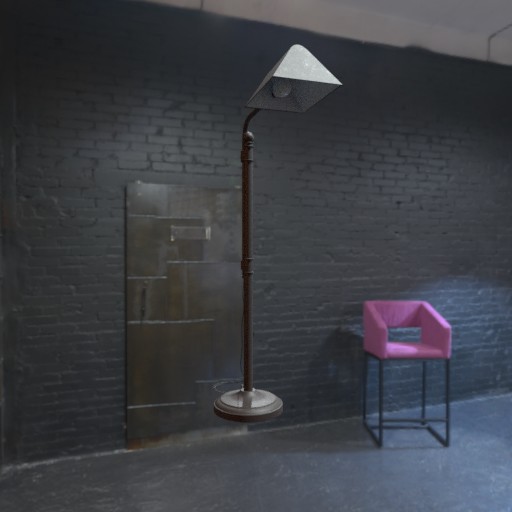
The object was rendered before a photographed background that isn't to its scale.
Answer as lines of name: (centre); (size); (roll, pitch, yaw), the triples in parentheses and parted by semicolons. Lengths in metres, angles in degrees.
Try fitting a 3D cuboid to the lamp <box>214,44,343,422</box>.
lamp: (0.000, 0.000, 0.961); (0.159, 0.708, 0.545); (0, 1, -18)
